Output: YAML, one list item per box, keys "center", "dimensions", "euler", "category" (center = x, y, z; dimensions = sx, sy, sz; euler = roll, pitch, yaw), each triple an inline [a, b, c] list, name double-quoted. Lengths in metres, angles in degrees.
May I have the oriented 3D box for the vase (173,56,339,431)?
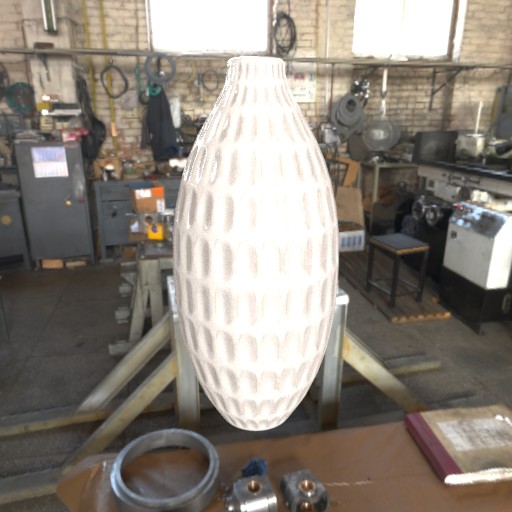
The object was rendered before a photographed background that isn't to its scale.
- center: [0.000, 0.000, 0.346]
  dimensions: [0.127, 0.282, 0.127]
  euler: [0, 18, 0]
  category: "vase"
